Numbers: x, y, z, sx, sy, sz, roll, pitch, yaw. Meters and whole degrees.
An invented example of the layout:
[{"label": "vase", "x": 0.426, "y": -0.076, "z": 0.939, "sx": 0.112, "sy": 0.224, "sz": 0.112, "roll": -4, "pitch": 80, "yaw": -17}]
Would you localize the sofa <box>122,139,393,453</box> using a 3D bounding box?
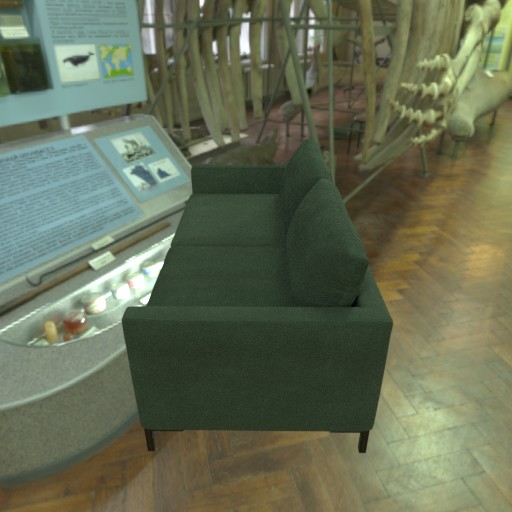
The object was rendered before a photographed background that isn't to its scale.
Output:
[{"label": "sofa", "x": 0.000, "y": 0.000, "z": 2.187, "sx": 0.875, "sy": 0.817, "sz": 1.676, "roll": 0, "pitch": 28, "yaw": 1}]
